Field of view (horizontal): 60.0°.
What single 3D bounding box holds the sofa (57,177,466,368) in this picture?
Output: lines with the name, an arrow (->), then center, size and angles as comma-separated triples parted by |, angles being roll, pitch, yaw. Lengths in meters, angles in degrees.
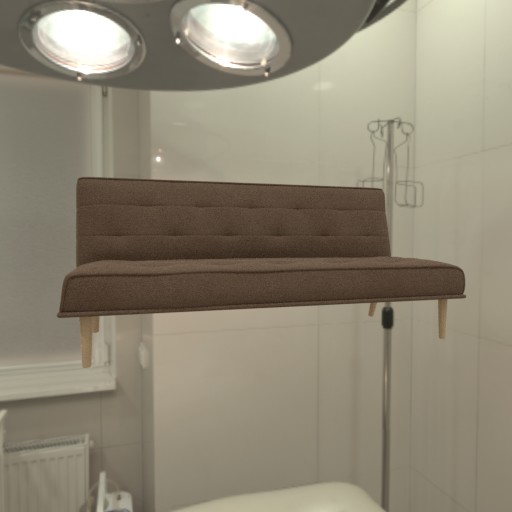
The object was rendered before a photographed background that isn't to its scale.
sofa -> 0.000, 0.000, 2.341 | 1.820, 0.810, 1.038 | -1, 2, -17
